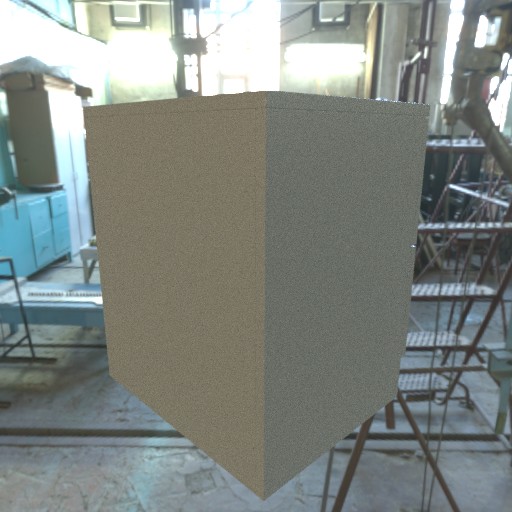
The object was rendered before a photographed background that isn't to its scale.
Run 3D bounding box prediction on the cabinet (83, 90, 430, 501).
[{"bbox_3d":[0.000,0.000,0.732,0.360,0.470,0.400,-15,21,-42],"label":"cabinet"}]
